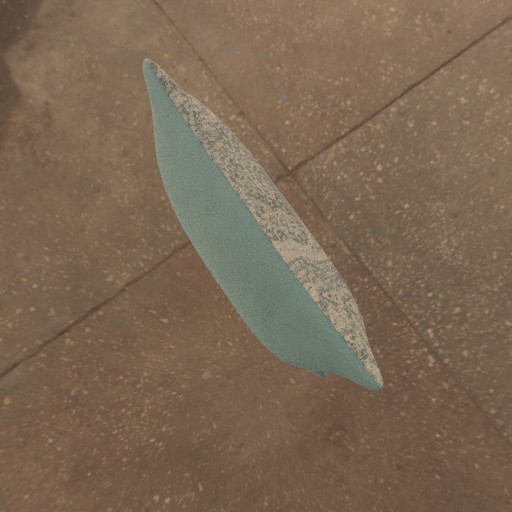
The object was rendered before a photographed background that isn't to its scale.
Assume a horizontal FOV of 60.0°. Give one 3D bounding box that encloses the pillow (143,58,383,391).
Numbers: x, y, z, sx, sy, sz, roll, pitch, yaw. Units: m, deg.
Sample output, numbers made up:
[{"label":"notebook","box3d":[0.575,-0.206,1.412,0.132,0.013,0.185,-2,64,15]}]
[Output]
[{"label":"pillow","box3d":[0.000,0.000,0.795,0.166,0.507,0.526,-33,78,-8]}]
